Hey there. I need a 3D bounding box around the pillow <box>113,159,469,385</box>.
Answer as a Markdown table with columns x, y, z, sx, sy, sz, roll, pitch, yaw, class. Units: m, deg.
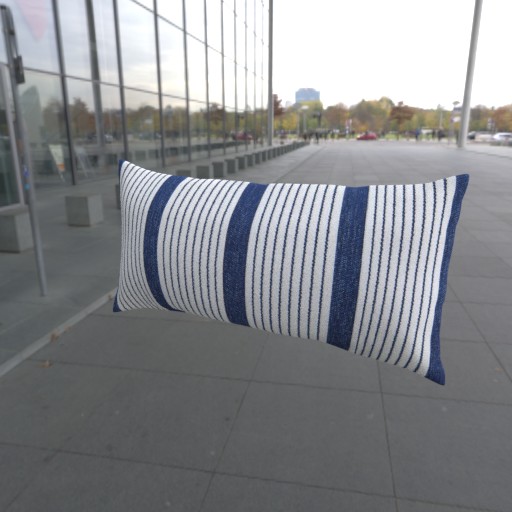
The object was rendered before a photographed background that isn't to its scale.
| x | y | z | sx | sy | sz | roll | pitch | yaw | class |
| --- | --- | --- | --- | --- | --- | --- | --- | --- | --- |
| 0.000 | 0.000 | 0.727 | 0.608 | 0.292 | 0.156 | 8 | 17 | 25 | pillow |
